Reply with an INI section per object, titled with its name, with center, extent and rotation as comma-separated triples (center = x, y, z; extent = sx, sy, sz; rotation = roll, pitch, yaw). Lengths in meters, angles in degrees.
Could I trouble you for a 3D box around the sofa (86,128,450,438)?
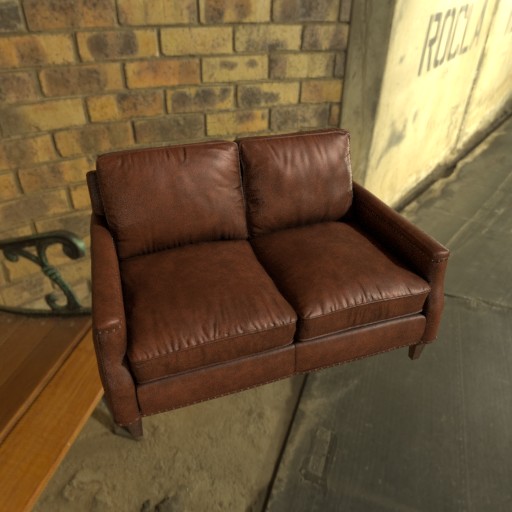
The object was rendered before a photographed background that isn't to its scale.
[sofa]
center = 0.000, 0.000, 2.268
extent = 1.628, 1.003, 1.083
rotation = -10, 34, -16
